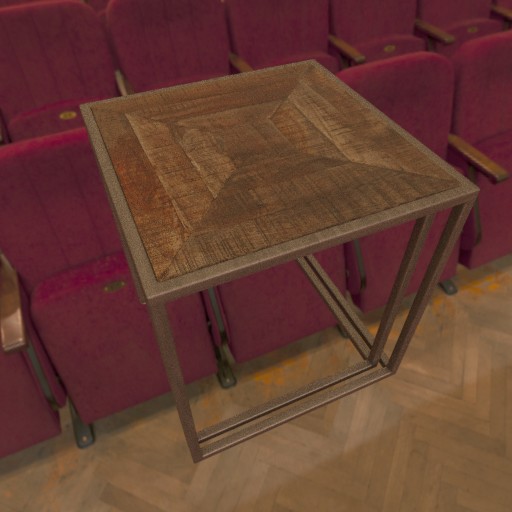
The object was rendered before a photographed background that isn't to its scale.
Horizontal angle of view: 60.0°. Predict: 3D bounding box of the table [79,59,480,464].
[{"bbox_3d":[0.000,0.000,0.841,0.449,0.500,0.450,-18,49,-16],"label":"table"}]
